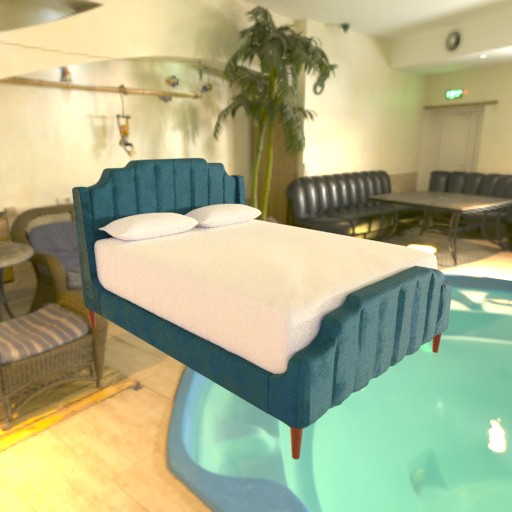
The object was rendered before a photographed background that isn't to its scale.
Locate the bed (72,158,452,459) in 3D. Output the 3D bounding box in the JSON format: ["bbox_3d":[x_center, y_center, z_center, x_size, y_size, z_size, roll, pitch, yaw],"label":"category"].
[{"bbox_3d":[0.000,0.000,3.270,1.678,1.338,2.322,-14,20,-43],"label":"bed"}]
